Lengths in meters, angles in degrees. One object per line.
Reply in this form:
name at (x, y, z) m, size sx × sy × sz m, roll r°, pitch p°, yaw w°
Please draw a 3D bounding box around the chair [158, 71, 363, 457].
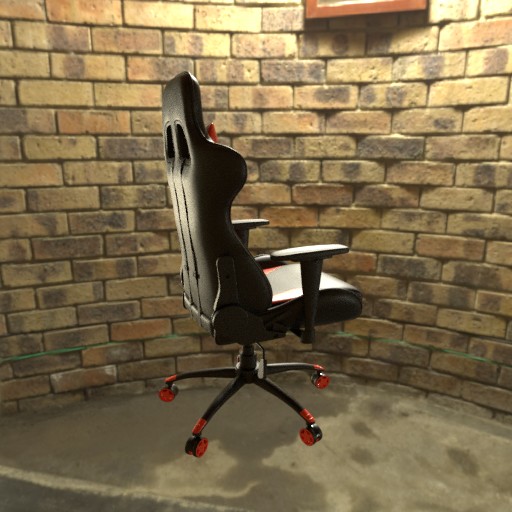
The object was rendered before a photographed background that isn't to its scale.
chair at (0.000, 0.000, 1.707) m, size 0.730 × 1.282 × 0.695 m, roll -7°, pitch 16°, yaw -25°
